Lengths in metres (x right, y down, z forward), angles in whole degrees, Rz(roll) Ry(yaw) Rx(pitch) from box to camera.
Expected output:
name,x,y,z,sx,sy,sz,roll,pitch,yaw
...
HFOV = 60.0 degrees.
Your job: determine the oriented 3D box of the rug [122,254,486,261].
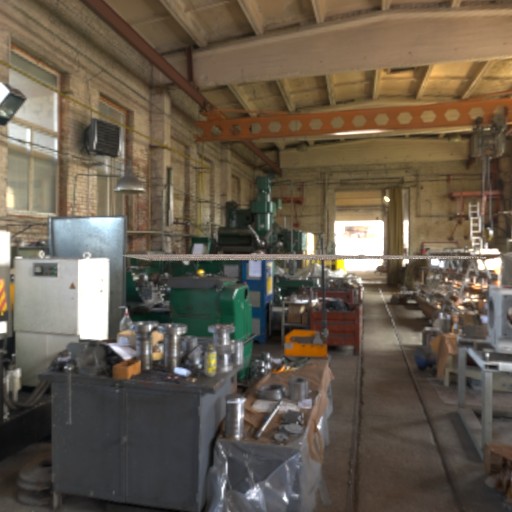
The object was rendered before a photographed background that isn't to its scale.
name,x,y,z,sx,sy,sz,roll,pitch,yaw
rug,0.000,0.000,2.934,1.609,0.013,2.214,0,1,-19
